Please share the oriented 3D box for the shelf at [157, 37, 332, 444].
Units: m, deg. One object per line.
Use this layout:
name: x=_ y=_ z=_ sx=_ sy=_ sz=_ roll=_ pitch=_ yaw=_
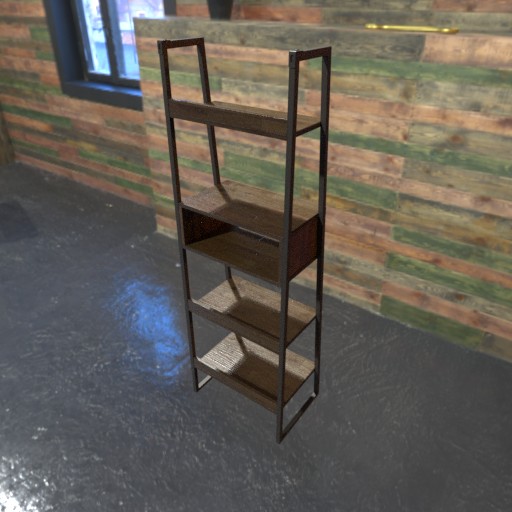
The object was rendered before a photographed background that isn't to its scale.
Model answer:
shelf: x=0.000 y=0.000 z=2.278 sx=0.652 sy=2.005 sz=0.454 roll=21 pitch=36 yaw=30
